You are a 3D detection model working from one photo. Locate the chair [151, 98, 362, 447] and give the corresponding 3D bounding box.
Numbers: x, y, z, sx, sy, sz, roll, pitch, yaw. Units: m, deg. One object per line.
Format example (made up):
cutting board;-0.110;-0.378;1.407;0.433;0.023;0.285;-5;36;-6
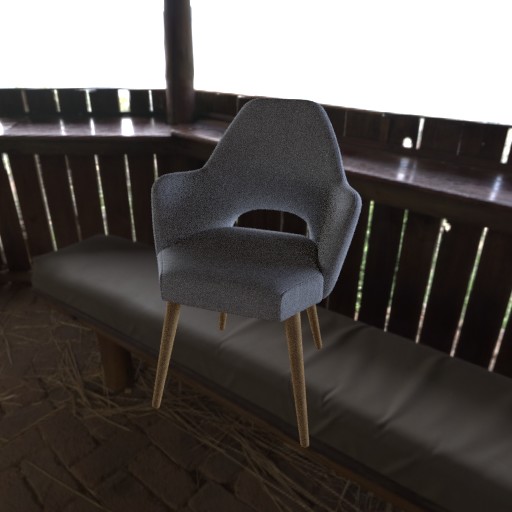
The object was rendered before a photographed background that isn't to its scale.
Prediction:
chair;0.000;0.000;1.330;0.590;0.840;0.610;8;27;16
